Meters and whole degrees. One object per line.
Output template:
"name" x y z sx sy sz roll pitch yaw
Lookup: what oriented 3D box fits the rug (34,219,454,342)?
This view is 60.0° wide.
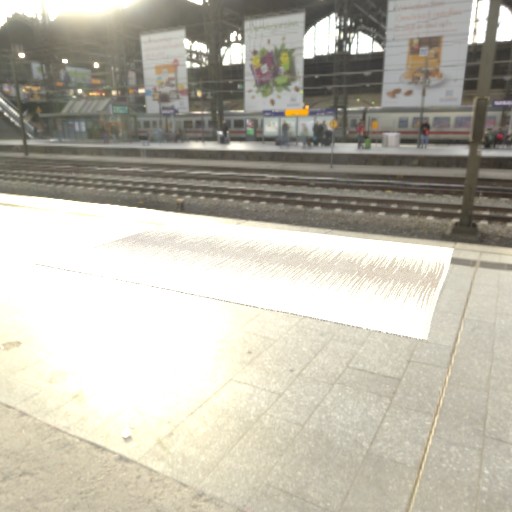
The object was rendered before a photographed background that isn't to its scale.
"rug" 0.000 0.000 2.288 1.815 0.007 1.226 8 18 26
